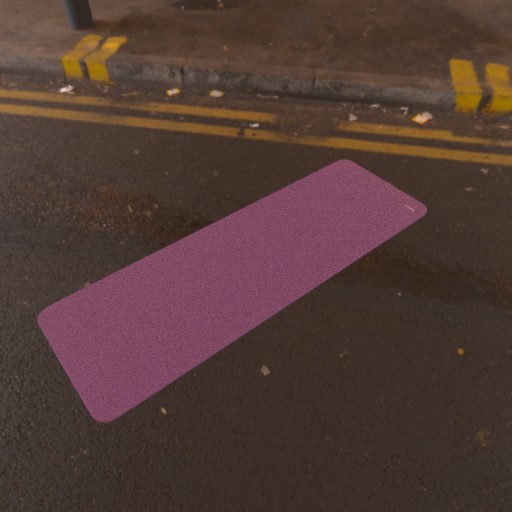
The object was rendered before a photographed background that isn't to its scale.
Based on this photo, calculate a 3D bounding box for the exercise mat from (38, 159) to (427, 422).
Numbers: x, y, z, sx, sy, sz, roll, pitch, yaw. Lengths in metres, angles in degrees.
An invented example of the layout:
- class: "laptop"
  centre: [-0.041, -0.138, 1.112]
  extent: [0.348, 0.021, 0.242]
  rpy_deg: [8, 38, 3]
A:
- class: "exercise mat"
  centre: [0.000, 0.000, 2.078]
  extent: [1.869, 0.021, 0.616]
  rpy_deg: [-30, 53, -26]
